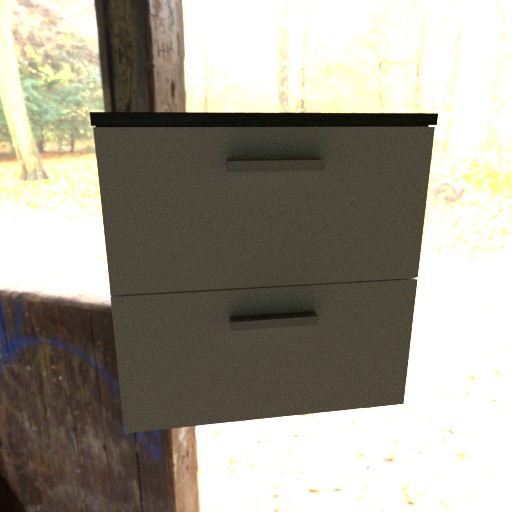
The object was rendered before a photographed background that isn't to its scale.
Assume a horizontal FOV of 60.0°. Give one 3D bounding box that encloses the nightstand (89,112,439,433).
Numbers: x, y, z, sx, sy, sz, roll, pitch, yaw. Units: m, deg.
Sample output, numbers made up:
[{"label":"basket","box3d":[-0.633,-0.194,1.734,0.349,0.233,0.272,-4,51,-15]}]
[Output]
[{"label":"nightstand","box3d":[0.000,0.000,0.756,0.441,0.460,0.325,-3,17,-9]}]
